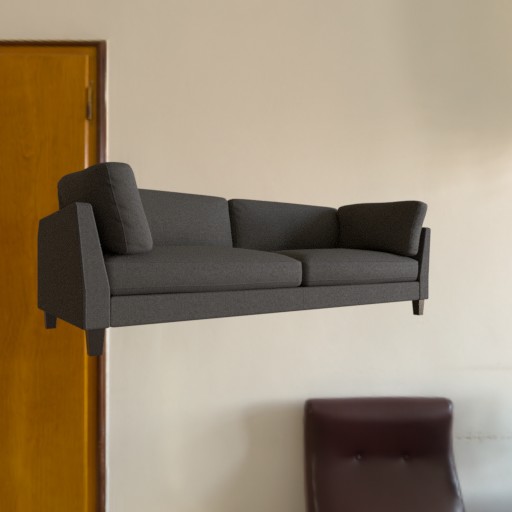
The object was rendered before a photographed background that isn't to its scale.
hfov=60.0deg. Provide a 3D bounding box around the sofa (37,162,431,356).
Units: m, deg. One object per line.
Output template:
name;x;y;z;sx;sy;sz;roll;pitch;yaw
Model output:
sofa;0.000;0.000;2.694;2.312;0.792;0.969;0;-1;-36
